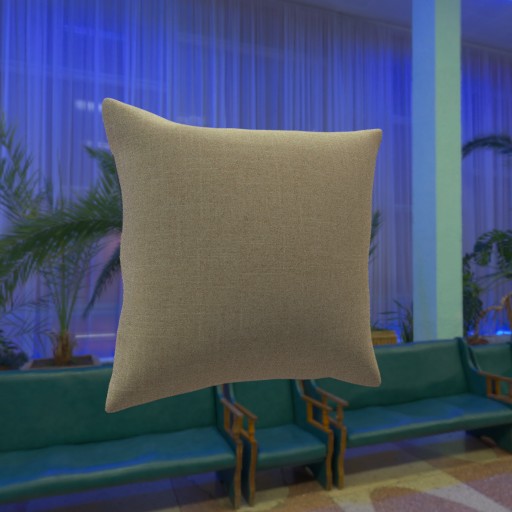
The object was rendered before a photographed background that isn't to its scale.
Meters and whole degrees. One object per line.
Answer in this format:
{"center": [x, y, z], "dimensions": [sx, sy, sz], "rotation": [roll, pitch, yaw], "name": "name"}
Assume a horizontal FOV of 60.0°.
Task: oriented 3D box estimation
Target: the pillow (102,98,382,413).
{"center": [0.000, 0.000, 0.626], "dimensions": [0.414, 0.399, 0.173], "rotation": [0, -1, -18], "name": "pillow"}
